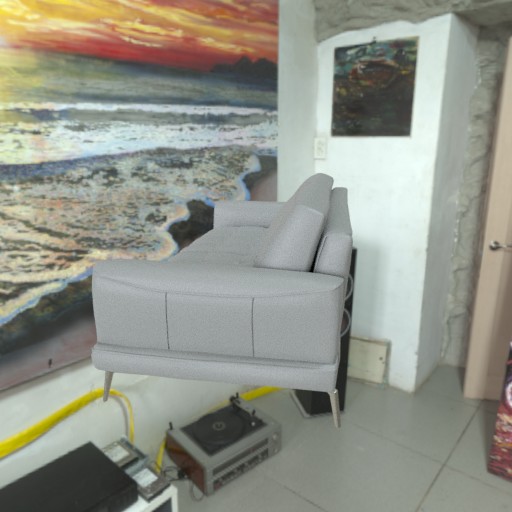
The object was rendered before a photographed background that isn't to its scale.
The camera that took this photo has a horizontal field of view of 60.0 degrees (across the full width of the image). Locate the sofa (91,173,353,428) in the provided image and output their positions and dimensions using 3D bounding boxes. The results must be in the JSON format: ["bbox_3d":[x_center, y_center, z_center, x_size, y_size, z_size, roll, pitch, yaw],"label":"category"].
[{"bbox_3d":[0.000,0.000,2.786,1.121,0.930,2.177,3,15,10],"label":"sofa"}]
